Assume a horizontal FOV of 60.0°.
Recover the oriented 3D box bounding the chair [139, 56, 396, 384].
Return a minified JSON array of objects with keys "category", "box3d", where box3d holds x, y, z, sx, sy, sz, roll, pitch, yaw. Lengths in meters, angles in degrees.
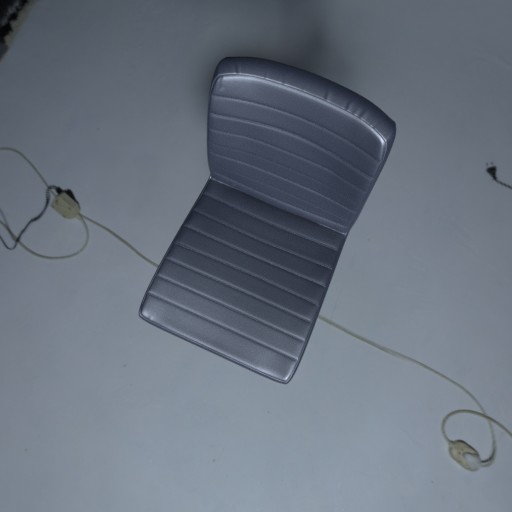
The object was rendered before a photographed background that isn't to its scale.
[{"category":"chair","box3d":[0.000,0.000,1.216,0.450,0.872,0.572,23,77,6]}]
